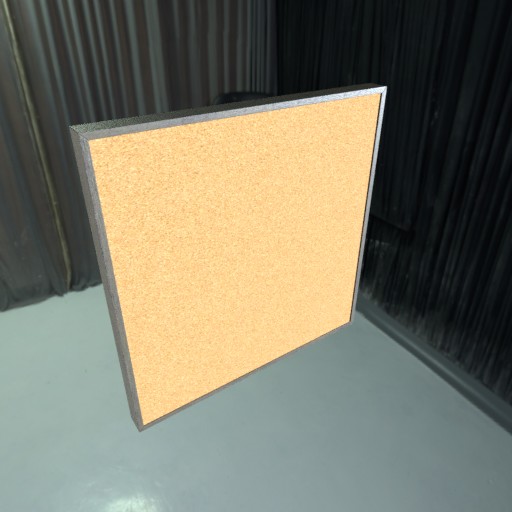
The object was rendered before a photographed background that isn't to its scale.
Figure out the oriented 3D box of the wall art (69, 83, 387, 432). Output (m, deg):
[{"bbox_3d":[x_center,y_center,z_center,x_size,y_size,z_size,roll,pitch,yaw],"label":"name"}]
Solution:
[{"bbox_3d":[0.000,0.000,0.760,0.507,0.507,0.037,-19,36,-29],"label":"wall art"}]
